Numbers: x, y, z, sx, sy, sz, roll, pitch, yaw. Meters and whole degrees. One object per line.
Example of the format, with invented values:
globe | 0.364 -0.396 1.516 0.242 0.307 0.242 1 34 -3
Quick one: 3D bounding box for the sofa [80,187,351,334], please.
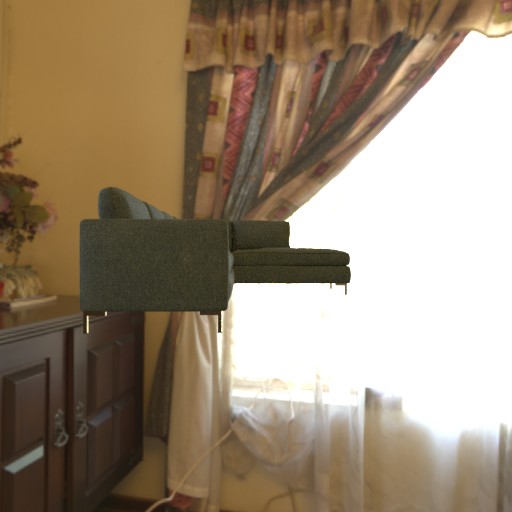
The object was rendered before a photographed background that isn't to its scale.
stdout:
sofa | 0.000 0.000 3.849 2.007 0.815 2.949 0 0 -2
